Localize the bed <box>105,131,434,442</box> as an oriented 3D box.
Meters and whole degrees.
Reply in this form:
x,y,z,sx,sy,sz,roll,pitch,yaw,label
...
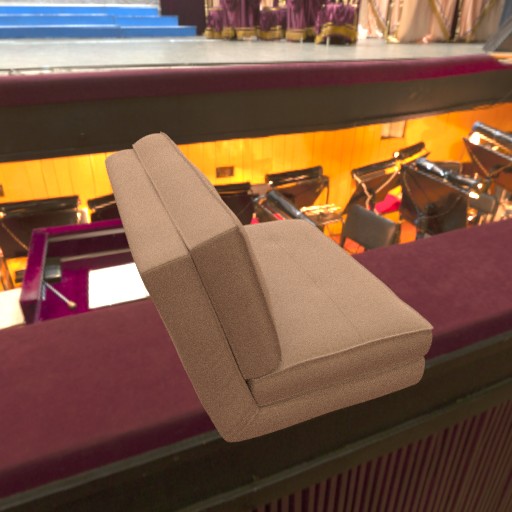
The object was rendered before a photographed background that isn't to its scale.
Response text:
x,y,z,sx,sy,sz,roll,pitch,yaw,label
0.000,0.000,1.338,0.749,0.614,0.799,-11,31,-19,bed
